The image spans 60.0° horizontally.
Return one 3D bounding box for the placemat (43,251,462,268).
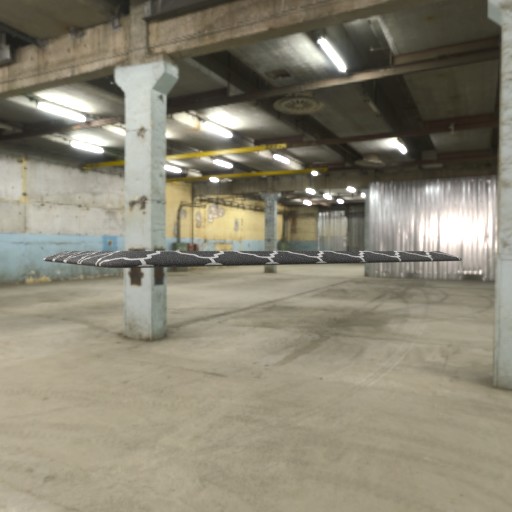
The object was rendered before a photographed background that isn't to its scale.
[{"bbox_3d":[0.000,0.000,0.946,0.762,0.021,0.508,0,1,-34],"label":"placemat"}]
